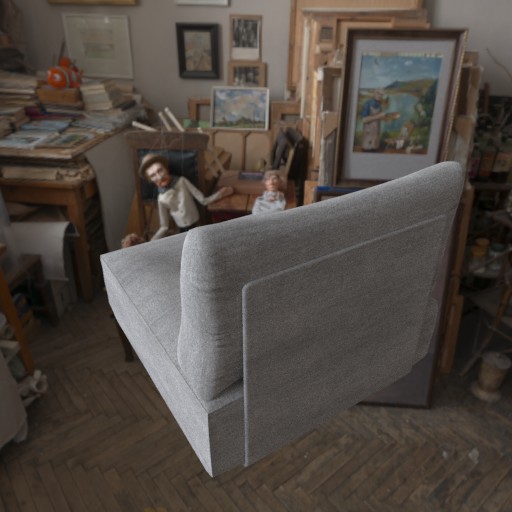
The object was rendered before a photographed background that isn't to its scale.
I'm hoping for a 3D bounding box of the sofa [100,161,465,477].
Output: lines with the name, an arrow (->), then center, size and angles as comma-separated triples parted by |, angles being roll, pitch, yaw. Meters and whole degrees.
sofa -> 0.000, 0.000, 1.670 | 0.930, 0.820, 1.000 | -18, 34, -28
